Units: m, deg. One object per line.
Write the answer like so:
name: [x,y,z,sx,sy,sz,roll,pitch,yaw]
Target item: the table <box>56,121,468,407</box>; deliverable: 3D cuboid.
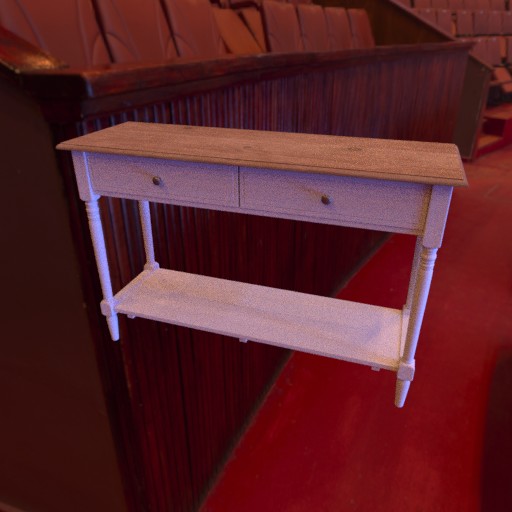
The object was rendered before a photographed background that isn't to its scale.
table: [0.000,0.000,1.590,1.219,0.800,0.399,9,28,17]
